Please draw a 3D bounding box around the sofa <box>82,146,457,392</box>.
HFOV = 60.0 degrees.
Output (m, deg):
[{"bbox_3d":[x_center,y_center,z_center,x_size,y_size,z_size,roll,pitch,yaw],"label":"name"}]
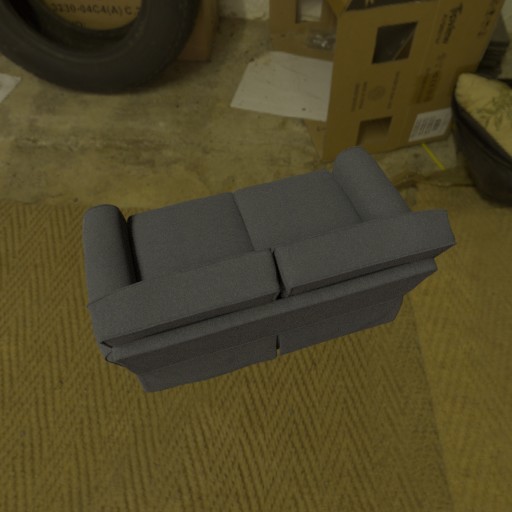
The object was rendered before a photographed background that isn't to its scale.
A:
[{"bbox_3d":[0.000,0.000,2.487,1.801,1.059,0.997,-15,59,-9],"label":"sofa"}]
